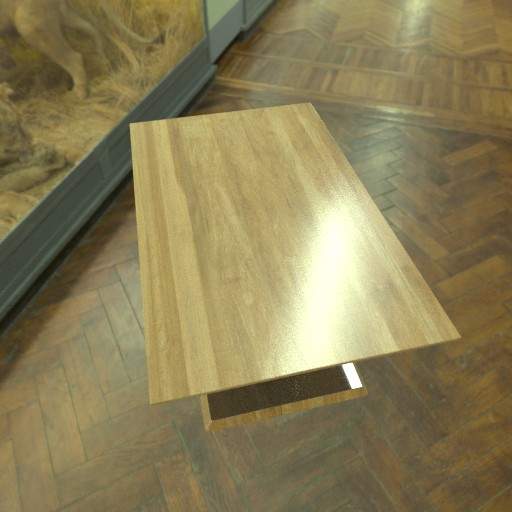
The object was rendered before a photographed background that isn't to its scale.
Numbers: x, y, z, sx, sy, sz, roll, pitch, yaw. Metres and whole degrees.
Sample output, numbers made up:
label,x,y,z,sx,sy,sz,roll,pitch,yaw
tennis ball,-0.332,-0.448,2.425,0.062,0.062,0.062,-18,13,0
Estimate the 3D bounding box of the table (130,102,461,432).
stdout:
label,x,y,z,sx,sy,sz,roll,pitch,yaw
table,0.000,0.000,1.467,0.692,0.441,1.100,-10,48,-9
